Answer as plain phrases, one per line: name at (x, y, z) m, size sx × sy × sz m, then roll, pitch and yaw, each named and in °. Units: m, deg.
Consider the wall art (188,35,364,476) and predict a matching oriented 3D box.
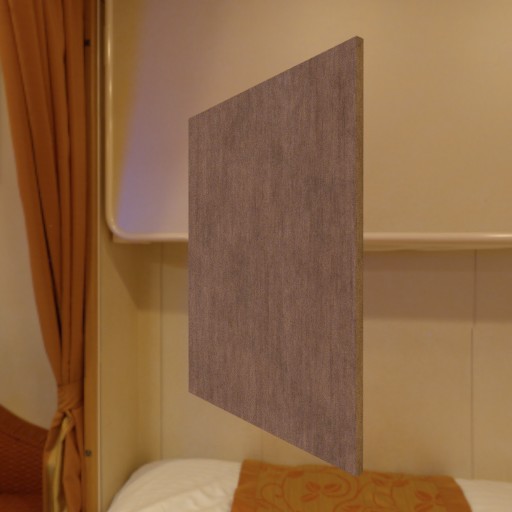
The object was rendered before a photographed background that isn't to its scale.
wall art at (0.000, 0.000, 0.906) m, size 0.018 × 0.686 × 0.534 m, roll 0°, pitch 0°, yaw -38°
